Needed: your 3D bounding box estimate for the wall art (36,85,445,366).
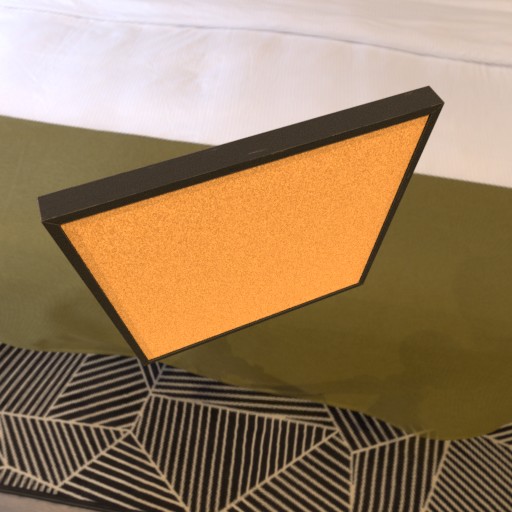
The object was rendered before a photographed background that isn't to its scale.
[{"bbox_3d":[0.000,0.000,0.743,0.506,0.506,0.036,-19,61,-11],"label":"wall art"}]
